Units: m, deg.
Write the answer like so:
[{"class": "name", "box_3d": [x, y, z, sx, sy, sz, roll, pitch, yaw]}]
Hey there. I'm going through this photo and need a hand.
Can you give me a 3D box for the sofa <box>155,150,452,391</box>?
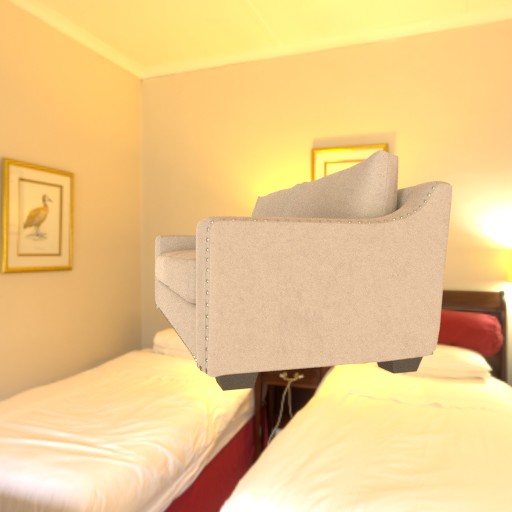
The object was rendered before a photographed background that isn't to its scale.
[{"class": "sofa", "box_3d": [0.000, 0.000, 2.543, 1.030, 0.901, 1.967, 0, 1, -17]}]
